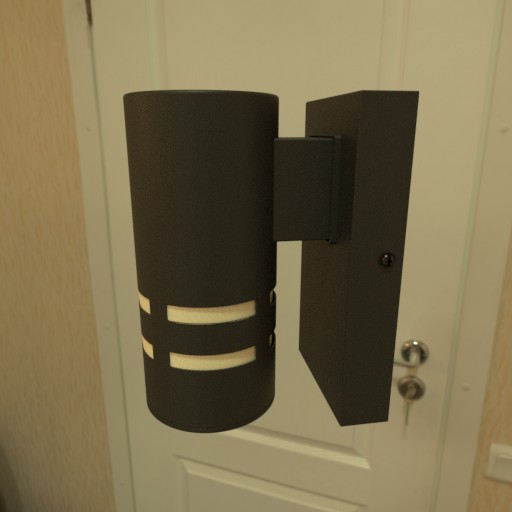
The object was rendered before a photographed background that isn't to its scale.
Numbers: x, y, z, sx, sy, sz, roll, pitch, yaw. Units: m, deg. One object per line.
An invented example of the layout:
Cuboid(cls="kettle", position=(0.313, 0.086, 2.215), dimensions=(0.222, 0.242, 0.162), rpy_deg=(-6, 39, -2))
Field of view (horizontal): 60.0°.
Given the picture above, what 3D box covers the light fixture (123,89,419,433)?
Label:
Cuboid(cls="light fixture", position=(0.000, 0.000, 0.262), dimensions=(0.138, 0.179, 0.098), rpy_deg=(-3, 16, -9))
